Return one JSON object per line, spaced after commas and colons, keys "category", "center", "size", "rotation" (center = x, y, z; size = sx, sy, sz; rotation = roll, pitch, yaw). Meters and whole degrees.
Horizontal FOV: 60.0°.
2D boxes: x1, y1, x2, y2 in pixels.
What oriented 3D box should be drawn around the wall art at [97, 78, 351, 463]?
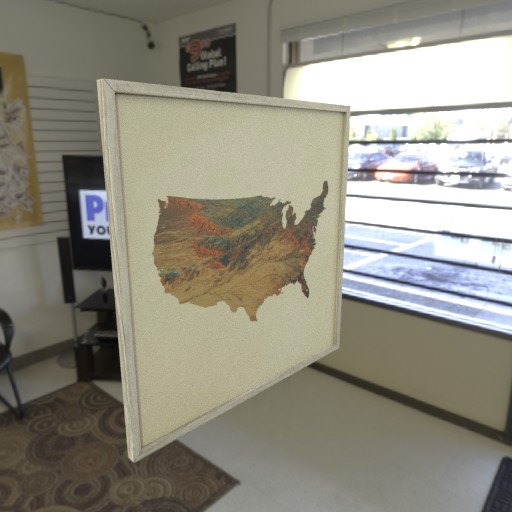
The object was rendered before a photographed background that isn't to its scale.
{"category": "wall art", "center": [0.000, 0.000, 0.743], "size": [0.016, 0.507, 0.508], "rotation": [13, 19, 43]}
